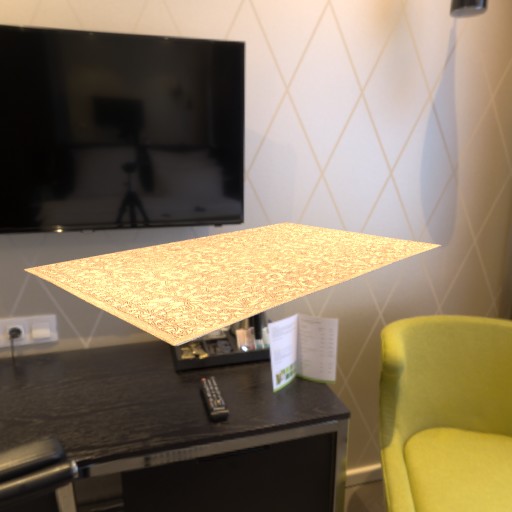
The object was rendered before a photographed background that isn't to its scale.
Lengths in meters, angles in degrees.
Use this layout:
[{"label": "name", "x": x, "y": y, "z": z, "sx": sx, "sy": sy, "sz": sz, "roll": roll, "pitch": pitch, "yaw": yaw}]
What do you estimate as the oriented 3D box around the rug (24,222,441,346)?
[{"label": "rug", "x": 0.000, "y": 0.000, "z": 2.987, "sx": 1.529, "sy": 0.012, "sz": 2.435, "roll": 13, "pitch": 19, "yaw": 42}]
